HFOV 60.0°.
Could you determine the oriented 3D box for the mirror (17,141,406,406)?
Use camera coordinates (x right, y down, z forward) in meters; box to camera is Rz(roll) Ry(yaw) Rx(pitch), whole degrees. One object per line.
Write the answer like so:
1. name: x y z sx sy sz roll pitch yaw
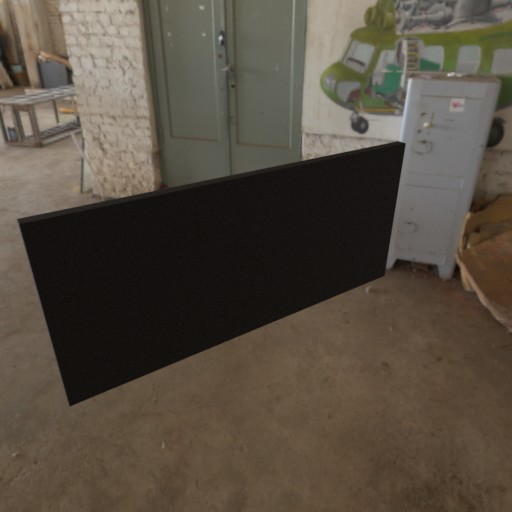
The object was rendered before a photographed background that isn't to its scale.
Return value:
1. mirror: 0.000 0.000 1.775 1.584 0.692 0.047 -18 33 -29
